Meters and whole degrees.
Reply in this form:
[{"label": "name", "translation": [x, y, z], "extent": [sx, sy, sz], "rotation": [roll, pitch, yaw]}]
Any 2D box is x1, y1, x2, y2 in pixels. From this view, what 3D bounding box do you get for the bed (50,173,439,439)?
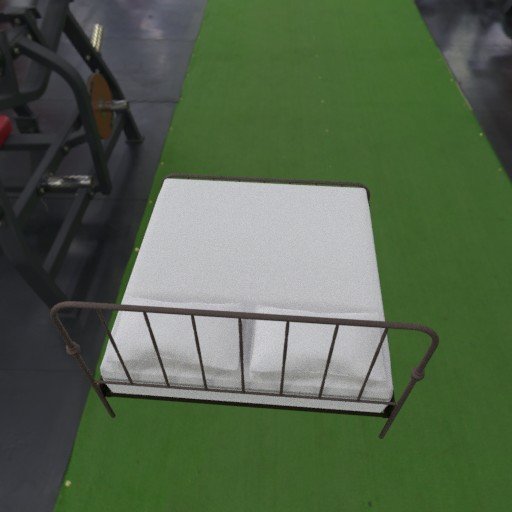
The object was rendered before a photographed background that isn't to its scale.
[{"label": "bed", "translation": [0.000, 0.000, 3.389], "extent": [2.044, 1.446, 2.134], "rotation": [3, 48, 3]}]
